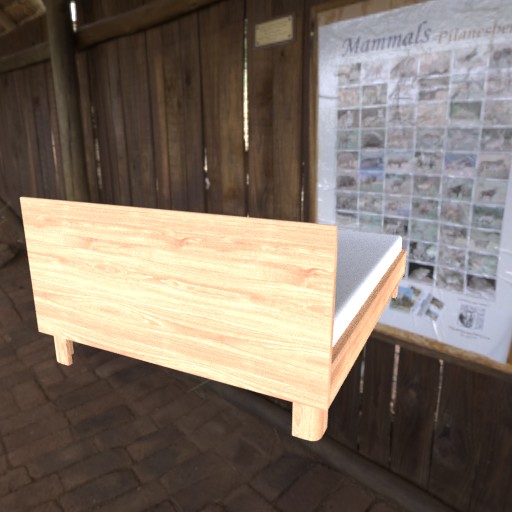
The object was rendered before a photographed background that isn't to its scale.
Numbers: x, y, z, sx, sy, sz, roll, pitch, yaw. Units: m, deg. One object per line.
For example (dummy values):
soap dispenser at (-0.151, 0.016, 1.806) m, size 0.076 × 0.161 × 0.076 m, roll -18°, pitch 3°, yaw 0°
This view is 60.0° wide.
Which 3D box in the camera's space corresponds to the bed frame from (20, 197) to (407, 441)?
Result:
bed frame at (0.000, 0.000, 2.938) m, size 1.660 × 0.940 × 2.092 m, roll 7°, pitch 17°, yaw 25°
